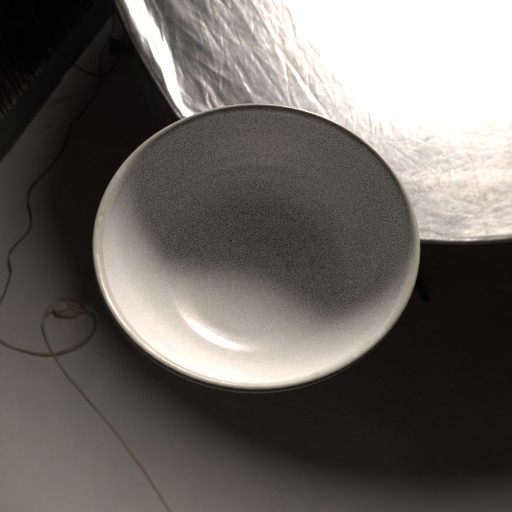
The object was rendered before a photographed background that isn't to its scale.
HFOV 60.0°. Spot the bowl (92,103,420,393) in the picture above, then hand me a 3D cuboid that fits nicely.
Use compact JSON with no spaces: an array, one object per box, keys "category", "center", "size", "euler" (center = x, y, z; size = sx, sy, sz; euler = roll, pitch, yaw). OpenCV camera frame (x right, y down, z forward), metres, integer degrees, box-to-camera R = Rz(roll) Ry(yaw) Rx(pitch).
[{"category":"bowl","center":[0.000,0.000,0.418],"size":[0.268,0.121,0.268],"euler":[0,64,0]}]
